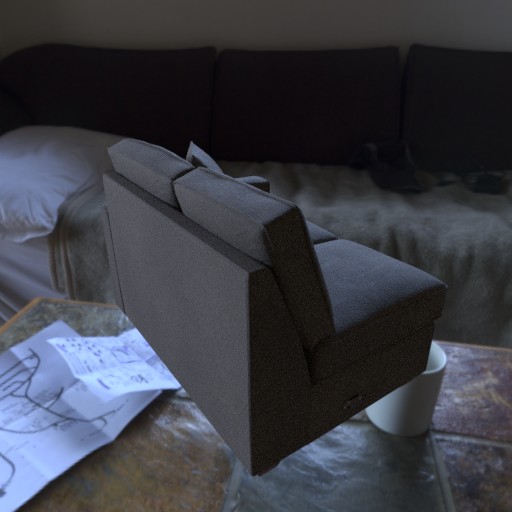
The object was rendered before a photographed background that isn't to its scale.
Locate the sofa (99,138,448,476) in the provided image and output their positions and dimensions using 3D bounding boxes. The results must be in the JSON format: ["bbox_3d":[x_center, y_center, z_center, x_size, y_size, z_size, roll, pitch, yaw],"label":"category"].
[{"bbox_3d":[0.000,0.000,2.038,0.991,0.989,1.388,-17,30,-31],"label":"sofa"}]
